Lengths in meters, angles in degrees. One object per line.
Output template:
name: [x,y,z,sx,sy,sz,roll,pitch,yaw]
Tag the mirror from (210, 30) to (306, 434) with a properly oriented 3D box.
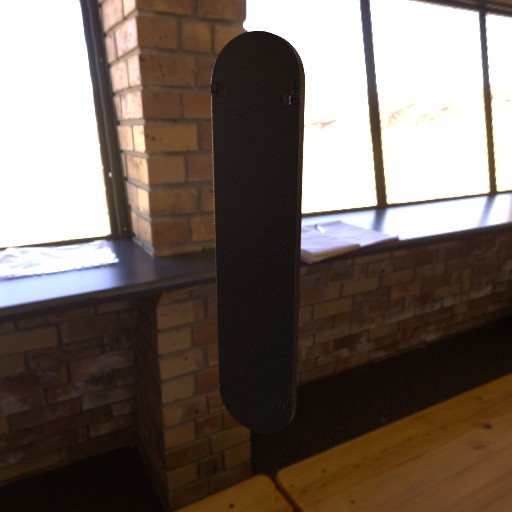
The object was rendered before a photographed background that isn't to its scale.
mirror: [0.000,0.000,1.077,0.222,0.991,0.032,9,19,28]
